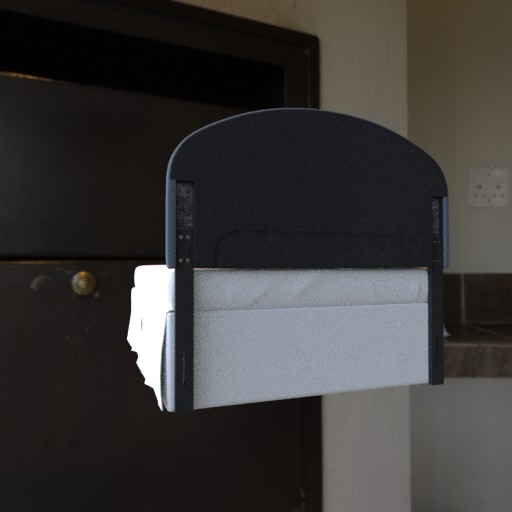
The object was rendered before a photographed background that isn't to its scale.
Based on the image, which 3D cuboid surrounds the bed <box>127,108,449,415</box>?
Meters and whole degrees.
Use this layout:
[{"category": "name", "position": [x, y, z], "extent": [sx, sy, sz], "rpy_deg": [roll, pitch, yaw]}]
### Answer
[{"category": "bed", "position": [0.000, 0.000, 3.095], "extent": [1.607, 1.410, 2.005], "rpy_deg": [0, -1, -20]}]
